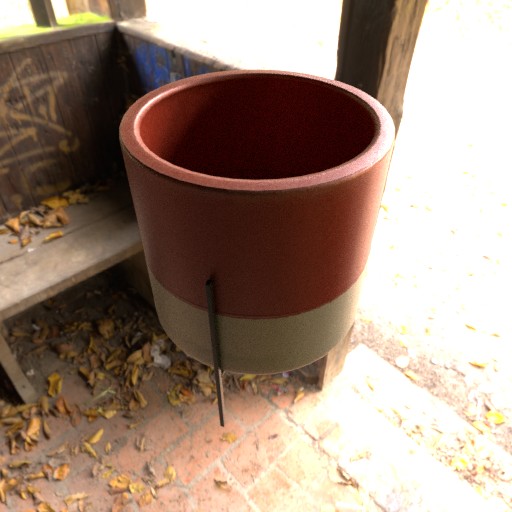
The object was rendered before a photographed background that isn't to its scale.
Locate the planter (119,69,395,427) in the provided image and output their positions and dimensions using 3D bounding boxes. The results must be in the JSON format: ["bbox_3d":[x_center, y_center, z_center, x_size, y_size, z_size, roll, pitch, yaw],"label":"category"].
[{"bbox_3d":[0.000,0.000,0.710,0.345,0.465,0.354,13,43,14],"label":"planter"}]
